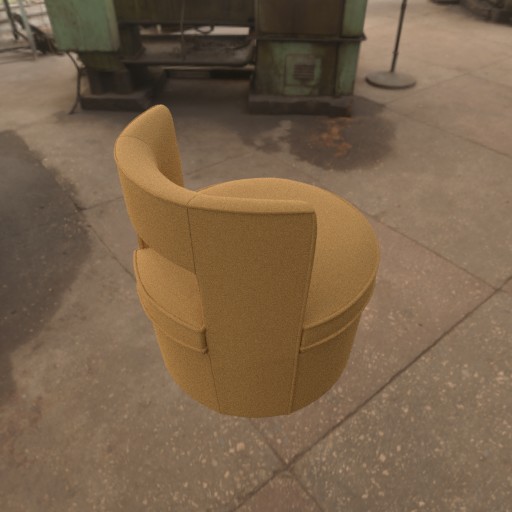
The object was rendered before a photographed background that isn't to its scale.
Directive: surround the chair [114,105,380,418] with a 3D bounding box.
[{"bbox_3d":[0.000,0.000,1.232,0.665,0.723,0.650,-25,46,-27],"label":"chair"}]
